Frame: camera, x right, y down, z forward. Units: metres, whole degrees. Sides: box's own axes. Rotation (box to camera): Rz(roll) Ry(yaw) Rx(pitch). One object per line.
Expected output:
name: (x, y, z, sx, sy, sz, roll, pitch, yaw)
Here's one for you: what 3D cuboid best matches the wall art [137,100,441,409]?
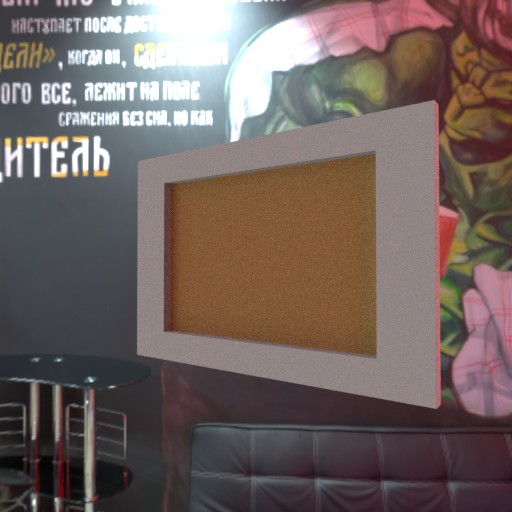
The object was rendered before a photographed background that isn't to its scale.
wall art: (0.000, 0.000, 1.162, 0.906, 0.617, 0.033, -1, -1, 36)
